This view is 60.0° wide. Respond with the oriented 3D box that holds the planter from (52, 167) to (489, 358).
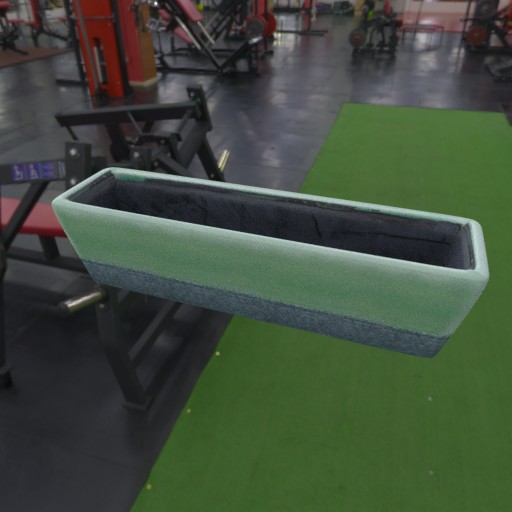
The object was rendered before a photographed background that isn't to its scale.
[{"bbox_3d":[0.000,0.000,0.307,0.275,0.072,0.072,11,34,16],"label":"planter"}]
